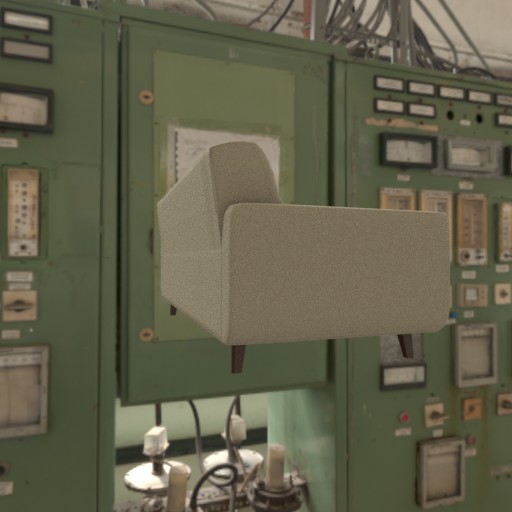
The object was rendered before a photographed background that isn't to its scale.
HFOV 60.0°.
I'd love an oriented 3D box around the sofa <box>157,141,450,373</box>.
[{"bbox_3d":[0.000,0.000,2.651,0.980,0.892,2.137,0,0,-18],"label":"sofa"}]
